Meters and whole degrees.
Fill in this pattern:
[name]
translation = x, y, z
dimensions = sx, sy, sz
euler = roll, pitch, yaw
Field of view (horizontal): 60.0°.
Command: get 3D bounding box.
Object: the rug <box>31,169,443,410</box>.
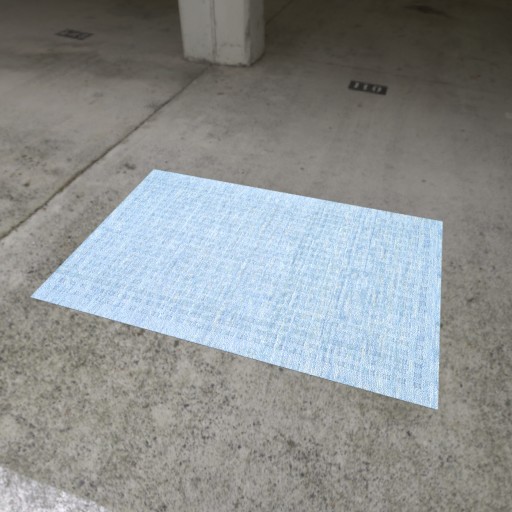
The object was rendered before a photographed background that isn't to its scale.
[rug]
translation = 0.000, 0.000, 2.873
dimensions = 2.286, 0.006, 1.522
euler = 12, 43, 14
